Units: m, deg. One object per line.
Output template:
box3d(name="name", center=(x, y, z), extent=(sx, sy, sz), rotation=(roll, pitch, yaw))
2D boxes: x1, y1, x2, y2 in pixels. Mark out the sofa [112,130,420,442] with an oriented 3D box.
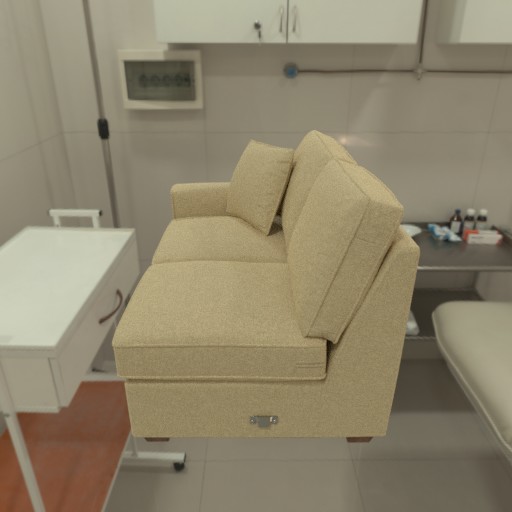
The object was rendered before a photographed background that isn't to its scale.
box3d(name="sofa", center=(0.000, 0.000, 2.066), extent=(0.991, 0.989, 1.388), rotation=(0, 25, 0))
